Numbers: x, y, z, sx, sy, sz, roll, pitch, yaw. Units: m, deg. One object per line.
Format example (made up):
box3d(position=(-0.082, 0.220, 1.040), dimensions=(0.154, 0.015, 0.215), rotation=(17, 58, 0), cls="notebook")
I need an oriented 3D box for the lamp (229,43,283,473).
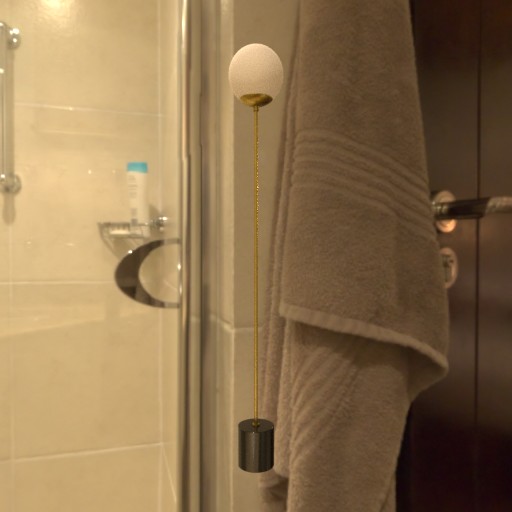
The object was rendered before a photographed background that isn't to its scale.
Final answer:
box3d(position=(0.000, 0.000, 1.855), dimensions=(0.229, 1.748, 0.229), rotation=(0, 1, 36), cls="lamp")
